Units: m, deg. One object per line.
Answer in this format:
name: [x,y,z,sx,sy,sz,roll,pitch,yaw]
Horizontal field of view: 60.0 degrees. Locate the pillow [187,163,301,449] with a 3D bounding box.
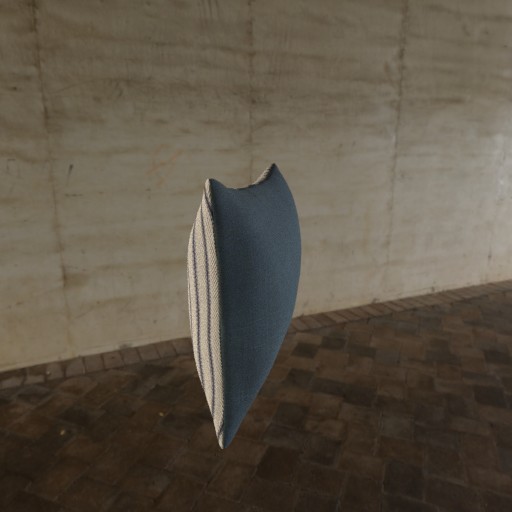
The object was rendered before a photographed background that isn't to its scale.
pillow: [0.000,0.000,0.750,0.151,0.305,0.609,2,14,8]
